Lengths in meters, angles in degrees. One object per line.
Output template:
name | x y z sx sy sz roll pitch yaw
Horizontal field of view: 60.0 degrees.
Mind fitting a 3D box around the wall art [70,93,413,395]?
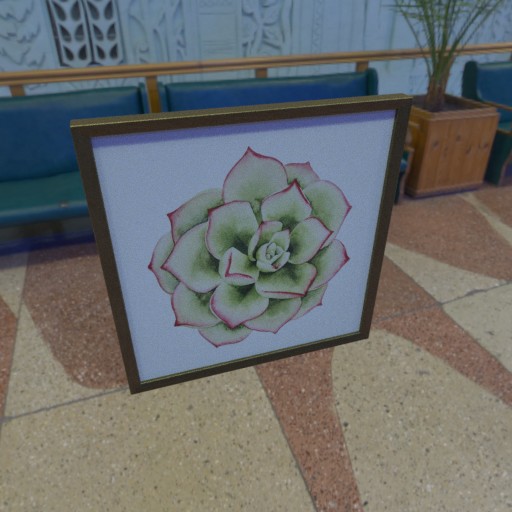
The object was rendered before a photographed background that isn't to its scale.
wall art | 0.000 0.000 0.772 0.503 0.506 0.031 -10 34 -15
